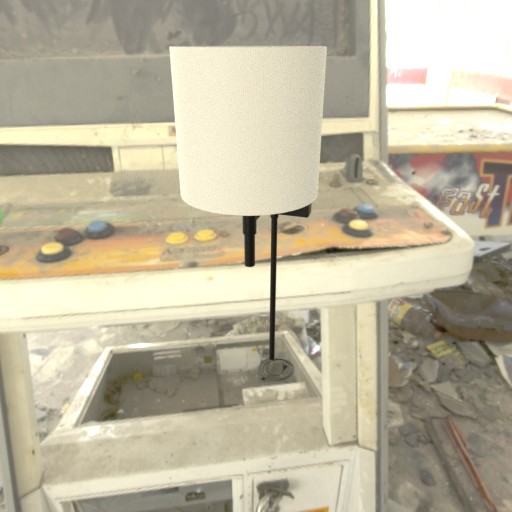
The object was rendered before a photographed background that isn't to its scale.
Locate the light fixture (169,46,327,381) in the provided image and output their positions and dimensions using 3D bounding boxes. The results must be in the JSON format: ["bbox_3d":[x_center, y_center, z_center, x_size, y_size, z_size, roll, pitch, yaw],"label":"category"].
[{"bbox_3d":[0.000,0.000,0.689,0.188,0.589,0.248,8,27,16],"label":"light fixture"}]
